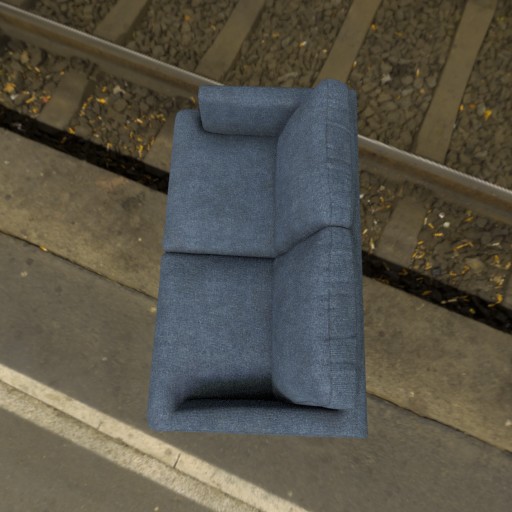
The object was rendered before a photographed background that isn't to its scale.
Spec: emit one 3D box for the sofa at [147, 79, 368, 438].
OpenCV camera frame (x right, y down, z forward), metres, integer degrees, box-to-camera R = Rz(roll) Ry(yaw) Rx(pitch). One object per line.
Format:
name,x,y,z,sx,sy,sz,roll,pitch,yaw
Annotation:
sofa,0.000,0.000,2.101,0.903,0.944,1.582,2,74,1
